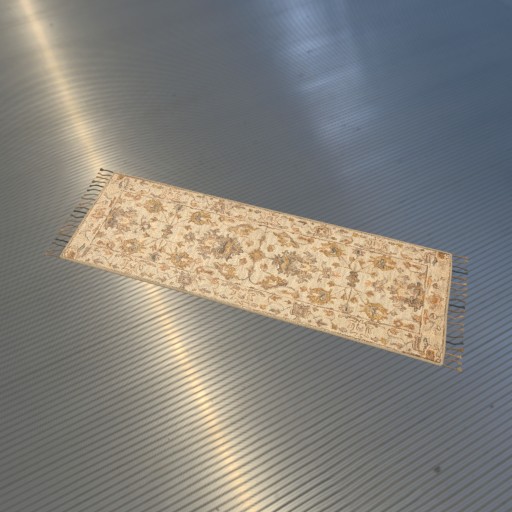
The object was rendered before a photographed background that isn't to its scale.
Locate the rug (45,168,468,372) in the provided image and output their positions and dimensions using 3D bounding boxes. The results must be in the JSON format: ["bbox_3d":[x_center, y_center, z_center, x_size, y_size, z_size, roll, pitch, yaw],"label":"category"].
[{"bbox_3d":[0.000,0.000,2.644,2.438,0.021,0.729,15,59,9],"label":"rug"}]
